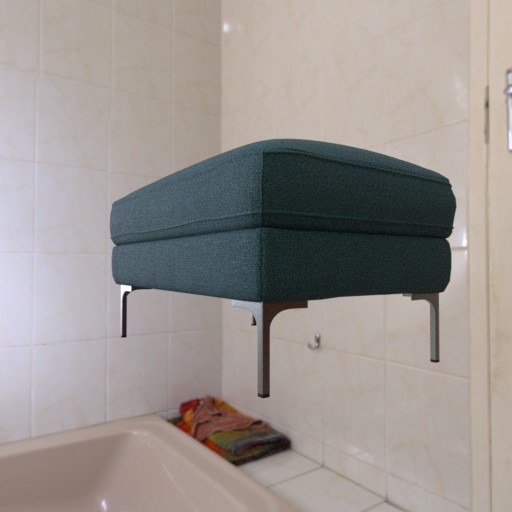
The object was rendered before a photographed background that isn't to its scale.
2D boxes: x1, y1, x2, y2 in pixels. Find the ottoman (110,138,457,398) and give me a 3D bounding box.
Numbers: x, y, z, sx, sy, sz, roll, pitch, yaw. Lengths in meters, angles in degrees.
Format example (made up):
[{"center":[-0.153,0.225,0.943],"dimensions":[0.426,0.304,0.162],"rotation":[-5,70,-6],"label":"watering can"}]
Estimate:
[{"center":[0.000,0.000,1.209],"dimensions":[0.563,0.498,0.856],"rotation":[1,-2,-34],"label":"ottoman"}]
